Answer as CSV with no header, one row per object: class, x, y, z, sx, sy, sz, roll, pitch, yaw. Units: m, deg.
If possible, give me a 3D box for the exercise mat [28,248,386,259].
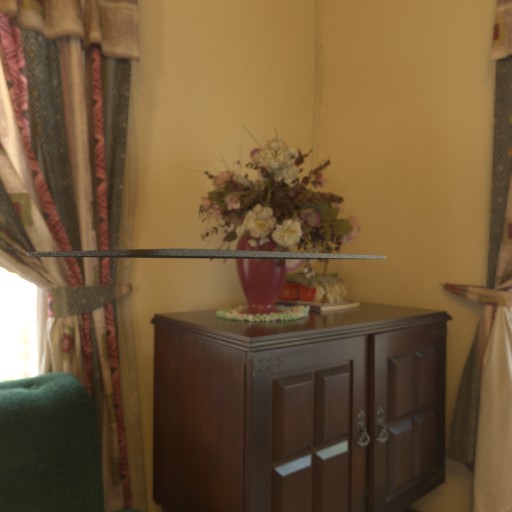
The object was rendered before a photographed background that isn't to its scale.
exercise mat,0.000,0.000,2.063,0.616,0.021,1.869,-1,-1,35
